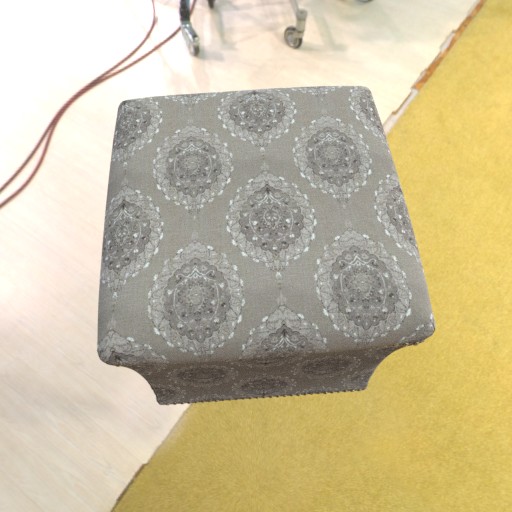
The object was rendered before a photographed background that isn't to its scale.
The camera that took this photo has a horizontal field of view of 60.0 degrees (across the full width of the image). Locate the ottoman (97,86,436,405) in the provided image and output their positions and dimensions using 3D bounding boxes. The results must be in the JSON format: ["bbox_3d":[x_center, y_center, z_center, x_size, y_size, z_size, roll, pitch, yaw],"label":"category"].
[{"bbox_3d":[0.000,0.000,0.899,0.497,0.473,0.507,-4,62,-2],"label":"ottoman"}]
